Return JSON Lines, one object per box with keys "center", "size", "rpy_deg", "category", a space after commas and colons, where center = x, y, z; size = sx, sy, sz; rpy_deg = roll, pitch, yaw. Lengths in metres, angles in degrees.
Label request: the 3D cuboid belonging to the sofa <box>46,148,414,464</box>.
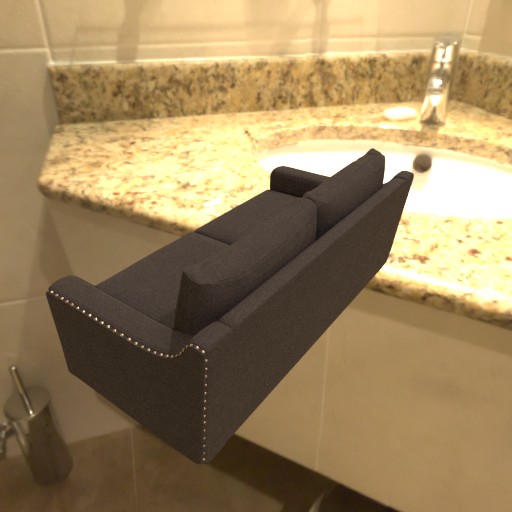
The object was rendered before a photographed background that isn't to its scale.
{"center": [0.000, 0.000, 3.256], "size": [1.336, 1.196, 2.550], "rpy_deg": [21, 38, 30], "category": "sofa"}
